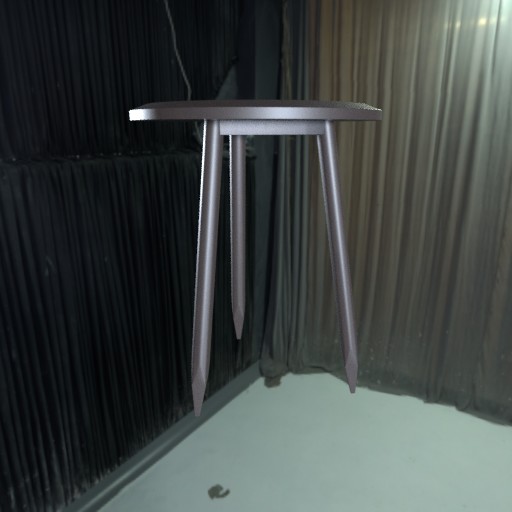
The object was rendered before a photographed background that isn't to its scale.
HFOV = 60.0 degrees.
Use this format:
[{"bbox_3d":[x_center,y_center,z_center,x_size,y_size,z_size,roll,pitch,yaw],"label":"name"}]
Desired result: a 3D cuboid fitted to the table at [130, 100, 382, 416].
[{"bbox_3d":[0.000,0.000,0.911,0.457,0.585,0.457,0,16,0],"label":"table"}]
